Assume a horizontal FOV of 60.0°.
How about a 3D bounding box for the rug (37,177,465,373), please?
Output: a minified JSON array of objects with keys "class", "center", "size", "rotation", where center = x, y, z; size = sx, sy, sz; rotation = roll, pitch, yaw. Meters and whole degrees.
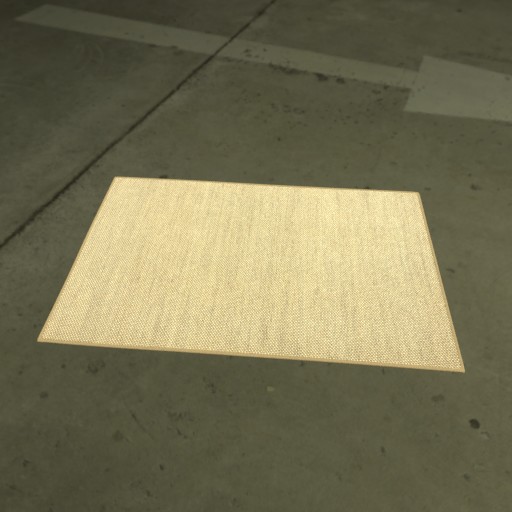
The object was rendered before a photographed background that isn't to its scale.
[{"class":"rug","center":[0.000,0.000,2.067],"size":[1.667,0.013,1.062],"rotation":[3,48,3]}]
